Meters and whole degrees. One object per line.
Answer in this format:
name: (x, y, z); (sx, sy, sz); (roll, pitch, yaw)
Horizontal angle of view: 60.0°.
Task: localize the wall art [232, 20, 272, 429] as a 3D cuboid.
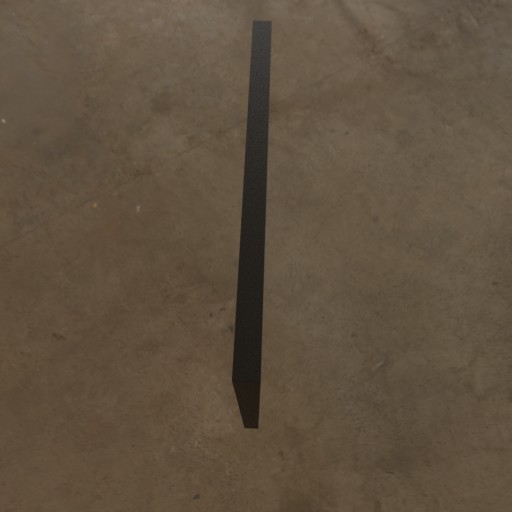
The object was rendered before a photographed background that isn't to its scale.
wall art: (0.000, 0.000, 0.761); (0.028, 0.511, 0.513); (2, 64, 1)
